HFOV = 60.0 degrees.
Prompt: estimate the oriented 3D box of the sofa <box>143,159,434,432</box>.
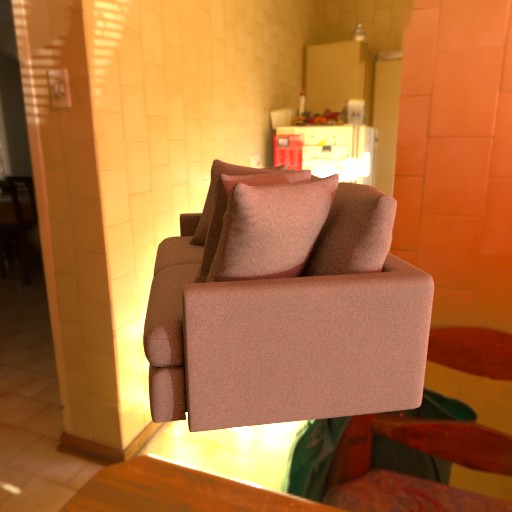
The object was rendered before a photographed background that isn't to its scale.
[{"bbox_3d":[0.000,0.000,2.649,1.228,1.080,1.869,-3,15,-9],"label":"sofa"}]
